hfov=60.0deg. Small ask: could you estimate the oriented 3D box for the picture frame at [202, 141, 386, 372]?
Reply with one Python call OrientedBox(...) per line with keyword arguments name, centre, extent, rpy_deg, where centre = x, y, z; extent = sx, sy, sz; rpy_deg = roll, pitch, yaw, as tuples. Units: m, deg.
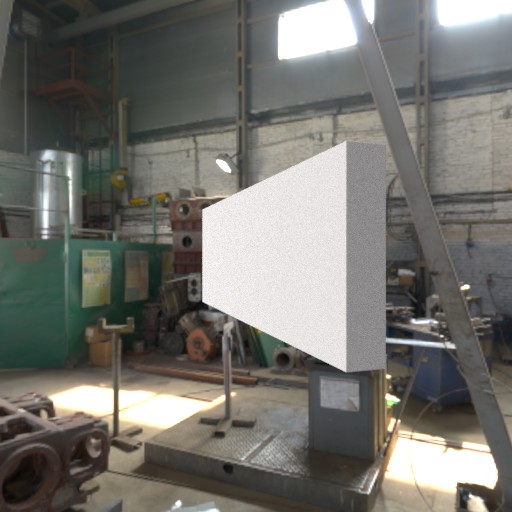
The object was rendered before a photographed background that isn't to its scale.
OrientedBox(name="picture frame", centre=(0.000, 0.000, 0.844), extent=(0.050, 0.250, 0.759), rpy_deg=(0, 0, -19))
